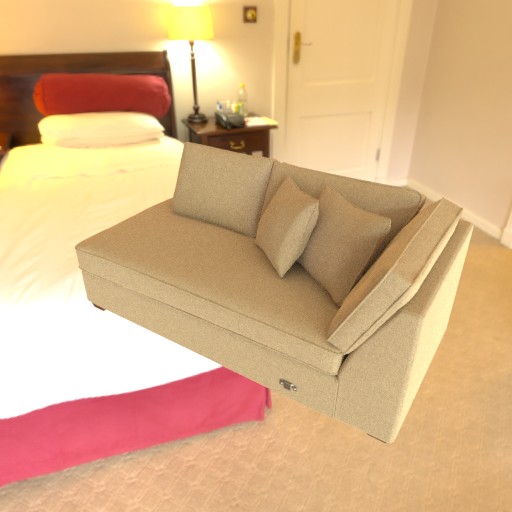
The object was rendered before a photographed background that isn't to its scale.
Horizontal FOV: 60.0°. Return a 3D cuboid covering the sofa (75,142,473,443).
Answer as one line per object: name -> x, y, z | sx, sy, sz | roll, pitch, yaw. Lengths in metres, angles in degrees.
sofa -> 0.000, 0.000, 2.782 | 2.237, 1.033, 1.110 | 18, 34, 28
